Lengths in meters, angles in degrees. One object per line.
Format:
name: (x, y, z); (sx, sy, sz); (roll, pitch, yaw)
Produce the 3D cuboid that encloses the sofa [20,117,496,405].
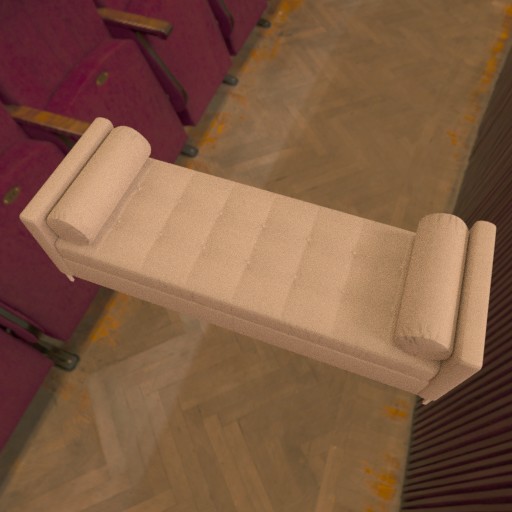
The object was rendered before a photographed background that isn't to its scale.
sofa: (0.000, 0.000, 2.186); (1.981, 0.635, 0.686); (17, 60, 10)
